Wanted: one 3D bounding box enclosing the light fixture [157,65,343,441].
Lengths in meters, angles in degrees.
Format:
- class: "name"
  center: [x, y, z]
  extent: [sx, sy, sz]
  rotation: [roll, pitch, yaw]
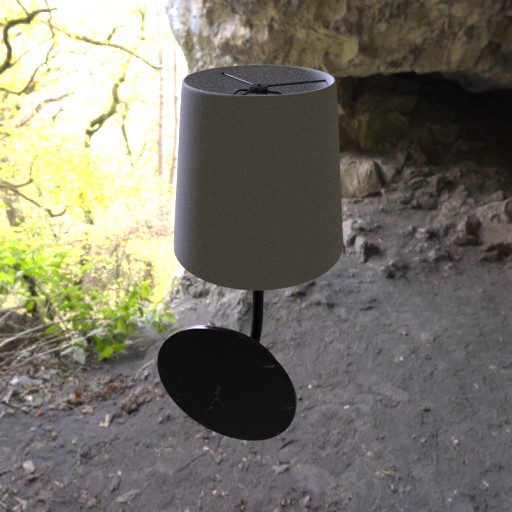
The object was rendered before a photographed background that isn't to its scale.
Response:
- class: "light fixture"
  center: [0.000, 0.000, 0.448]
  extent: [0.168, 0.337, 0.188]
  rotation: [11, 34, 17]
